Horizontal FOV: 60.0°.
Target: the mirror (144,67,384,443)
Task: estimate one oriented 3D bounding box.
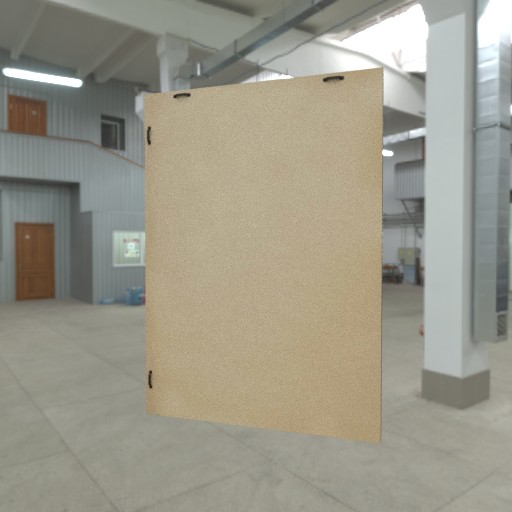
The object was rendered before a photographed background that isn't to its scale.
[{"bbox_3d":[0.000,0.000,0.925,0.507,0.710,0.040,0,1,17],"label":"mirror"}]
